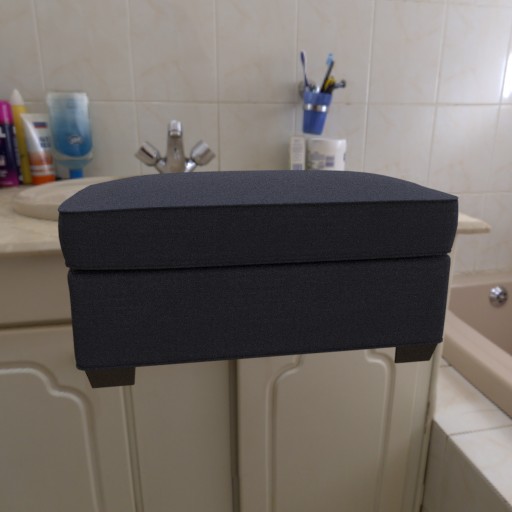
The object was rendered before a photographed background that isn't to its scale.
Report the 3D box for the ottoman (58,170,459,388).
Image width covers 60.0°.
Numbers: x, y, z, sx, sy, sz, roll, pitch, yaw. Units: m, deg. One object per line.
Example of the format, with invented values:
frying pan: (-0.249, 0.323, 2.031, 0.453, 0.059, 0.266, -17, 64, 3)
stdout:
ottoman: (0.000, 0.000, 1.208, 0.895, 0.453, 0.505, -3, 17, -8)
